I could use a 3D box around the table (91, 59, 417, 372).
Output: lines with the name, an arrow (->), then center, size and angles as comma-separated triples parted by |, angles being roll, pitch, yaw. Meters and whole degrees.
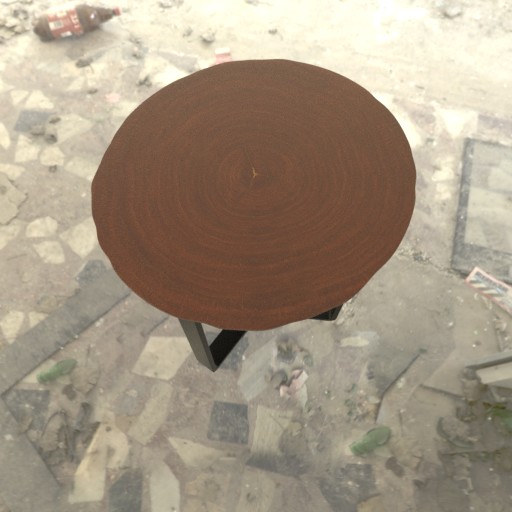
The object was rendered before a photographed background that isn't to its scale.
table -> 0.000, 0.000, 0.739 | 0.380, 0.450, 0.410 | 33, 67, 16
